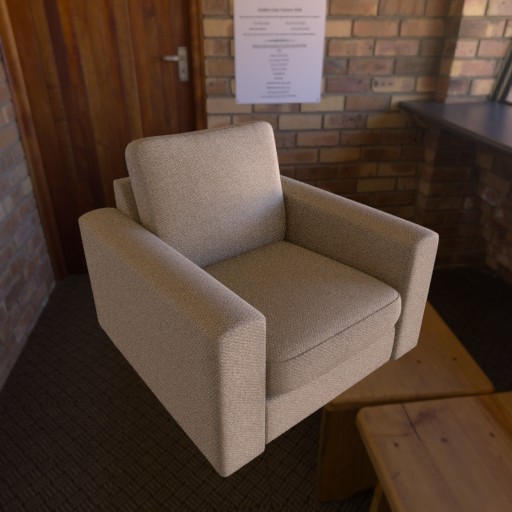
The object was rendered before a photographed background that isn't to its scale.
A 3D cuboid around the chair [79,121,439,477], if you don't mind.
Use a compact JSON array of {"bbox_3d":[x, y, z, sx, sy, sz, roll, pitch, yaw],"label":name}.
[{"bbox_3d":[0.000,0.000,1.731,1.005,0.873,1.016,-20,34,-33],"label":"chair"}]
